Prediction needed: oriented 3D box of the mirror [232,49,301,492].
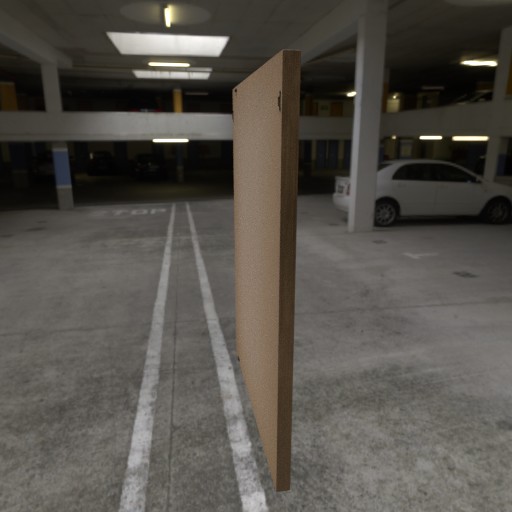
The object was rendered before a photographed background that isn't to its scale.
[{"bbox_3d":[0.000,0.000,1.337,0.041,1.016,0.762,-3,15,-10],"label":"mirror"}]
